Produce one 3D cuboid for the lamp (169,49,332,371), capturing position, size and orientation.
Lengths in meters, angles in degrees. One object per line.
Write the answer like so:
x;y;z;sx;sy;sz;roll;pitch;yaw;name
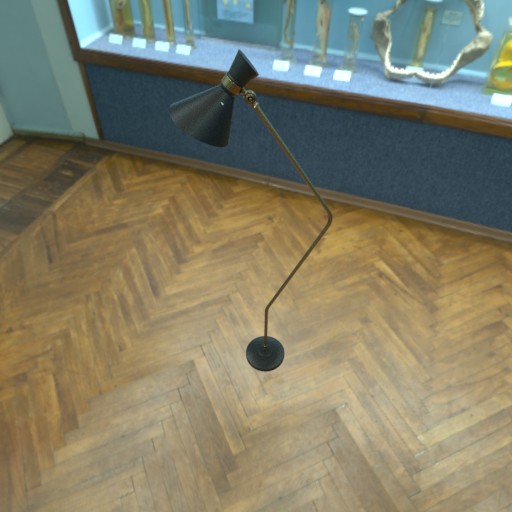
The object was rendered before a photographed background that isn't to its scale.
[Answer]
0.000;0.000;1.621;0.467;1.438;0.277;16;48;15;lamp
